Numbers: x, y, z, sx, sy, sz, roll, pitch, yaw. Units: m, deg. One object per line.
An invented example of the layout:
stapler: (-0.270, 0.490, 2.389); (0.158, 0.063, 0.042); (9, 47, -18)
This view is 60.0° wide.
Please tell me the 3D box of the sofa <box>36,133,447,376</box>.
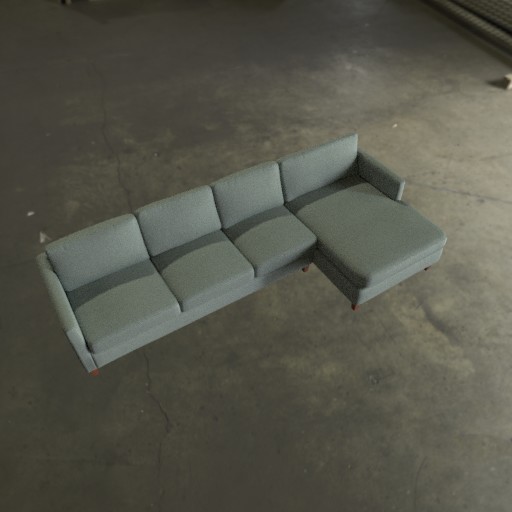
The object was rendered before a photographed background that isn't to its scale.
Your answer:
sofa: (0.000, 0.000, 4.107); (3.471, 0.950, 1.604); (-24, 51, -21)
